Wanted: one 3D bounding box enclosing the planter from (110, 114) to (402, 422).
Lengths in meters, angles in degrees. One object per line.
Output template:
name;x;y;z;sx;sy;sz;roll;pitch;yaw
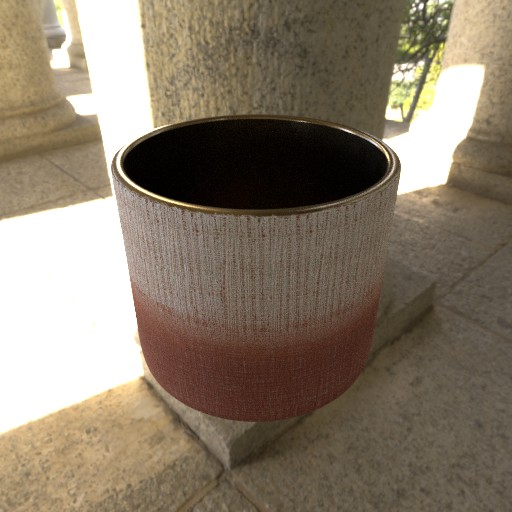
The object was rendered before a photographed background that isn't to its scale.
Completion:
planter;0.000;0.000;0.451;0.254;0.221;0.254;0;33;0
